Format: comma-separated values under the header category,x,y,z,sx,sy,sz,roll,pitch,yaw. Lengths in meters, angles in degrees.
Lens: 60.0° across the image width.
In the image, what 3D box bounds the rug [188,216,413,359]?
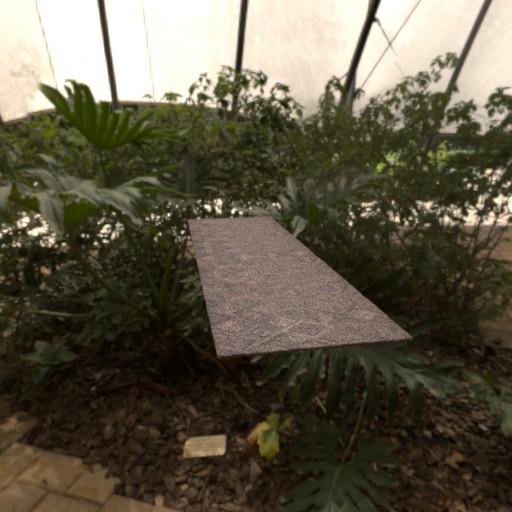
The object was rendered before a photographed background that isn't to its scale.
category,x,y,z,sx,sy,sz,roll,pitch,yaw
rug,0.000,0.000,2.561,0.691,0.011,2.296,-3,16,-10
